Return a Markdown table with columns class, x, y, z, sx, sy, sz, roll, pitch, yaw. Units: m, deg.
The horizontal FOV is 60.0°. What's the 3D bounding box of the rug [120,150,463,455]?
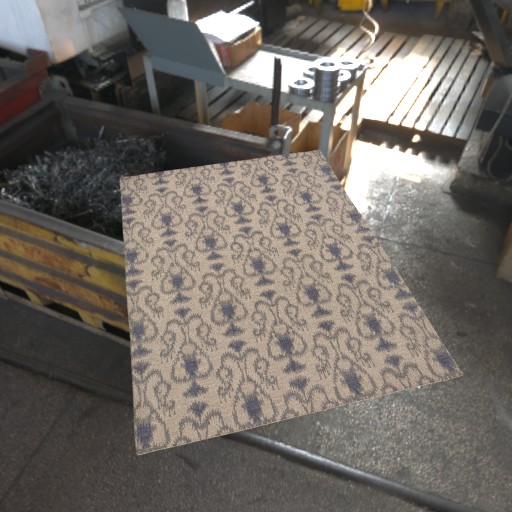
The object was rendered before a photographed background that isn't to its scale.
| class | x | y | z | sx | sy | sz | roll | pitch | yaw |
| --- | --- | --- | --- | --- | --- | --- | --- | --- | --- |
| rug | 0.000 | 0.000 | 4.221 | 2.437 | 0.015 | 3.205 | -10 | 47 | -10 |
